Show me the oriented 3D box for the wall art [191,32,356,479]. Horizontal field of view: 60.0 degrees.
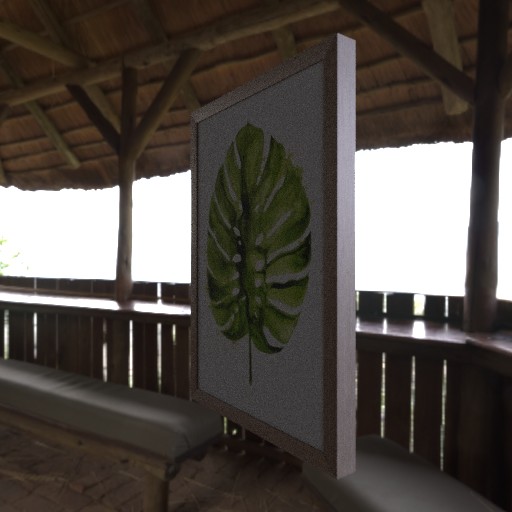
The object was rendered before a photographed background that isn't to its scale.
[{"bbox_3d":[0.000,0.000,0.659,0.032,0.510,0.358,0,0,-36],"label":"wall art"}]
